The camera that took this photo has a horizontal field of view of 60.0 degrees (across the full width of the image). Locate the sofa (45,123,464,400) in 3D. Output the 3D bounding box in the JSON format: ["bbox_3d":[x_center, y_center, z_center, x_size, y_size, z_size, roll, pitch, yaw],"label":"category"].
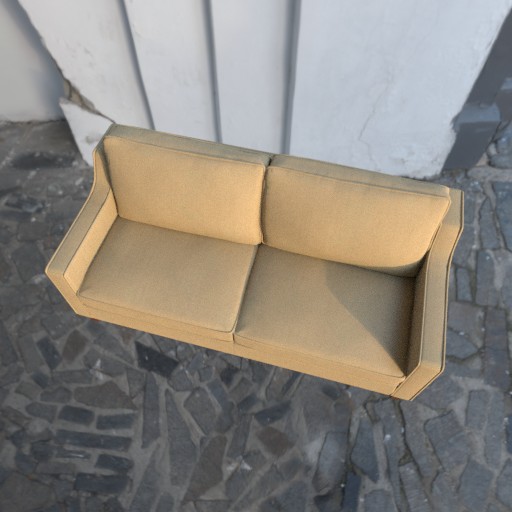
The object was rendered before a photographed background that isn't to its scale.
[{"bbox_3d":[0.000,0.000,2.712,2.178,1.071,1.066,13,59,8],"label":"sofa"}]
